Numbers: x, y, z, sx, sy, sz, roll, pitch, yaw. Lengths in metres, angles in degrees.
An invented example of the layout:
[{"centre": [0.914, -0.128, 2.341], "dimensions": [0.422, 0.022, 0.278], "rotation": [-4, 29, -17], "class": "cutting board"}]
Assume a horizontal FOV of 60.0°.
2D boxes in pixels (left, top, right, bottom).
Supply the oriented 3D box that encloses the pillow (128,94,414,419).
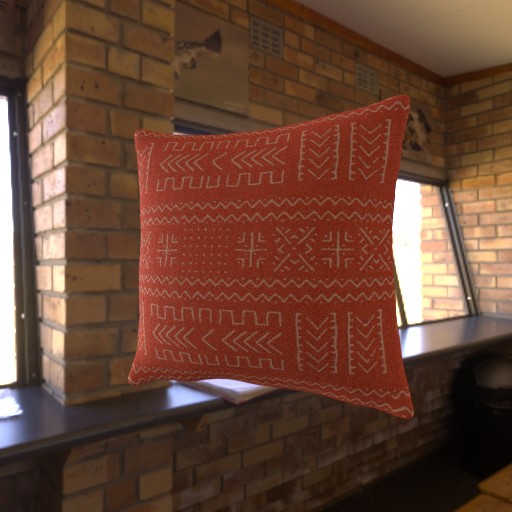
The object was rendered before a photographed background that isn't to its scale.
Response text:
[{"centre": [0.000, 0.000, 0.658], "dimensions": [0.438, 0.429, 0.164], "rotation": [0, -1, 20], "class": "pillow"}]
